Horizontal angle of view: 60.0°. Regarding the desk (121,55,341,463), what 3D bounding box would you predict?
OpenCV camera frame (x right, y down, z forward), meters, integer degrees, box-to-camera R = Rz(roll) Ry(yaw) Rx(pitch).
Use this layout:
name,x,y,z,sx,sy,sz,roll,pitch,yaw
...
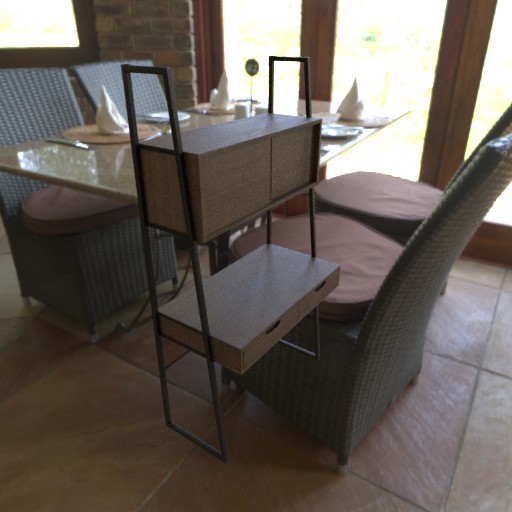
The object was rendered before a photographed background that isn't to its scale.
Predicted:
name,x,y,z,sx,sy,sz,roll,pitch,yaw
desk,0.000,0.000,2.237,0.515,1.809,0.982,18,31,31
